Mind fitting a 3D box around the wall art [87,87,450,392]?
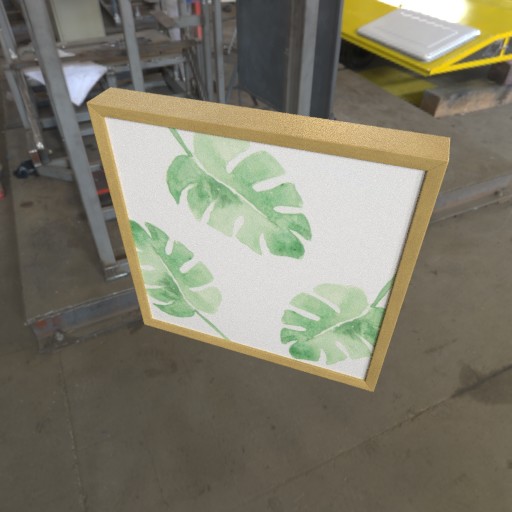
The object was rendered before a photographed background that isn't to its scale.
[{"bbox_3d":[0.000,0.000,0.468,0.305,0.305,0.038,13,43,14],"label":"wall art"}]
